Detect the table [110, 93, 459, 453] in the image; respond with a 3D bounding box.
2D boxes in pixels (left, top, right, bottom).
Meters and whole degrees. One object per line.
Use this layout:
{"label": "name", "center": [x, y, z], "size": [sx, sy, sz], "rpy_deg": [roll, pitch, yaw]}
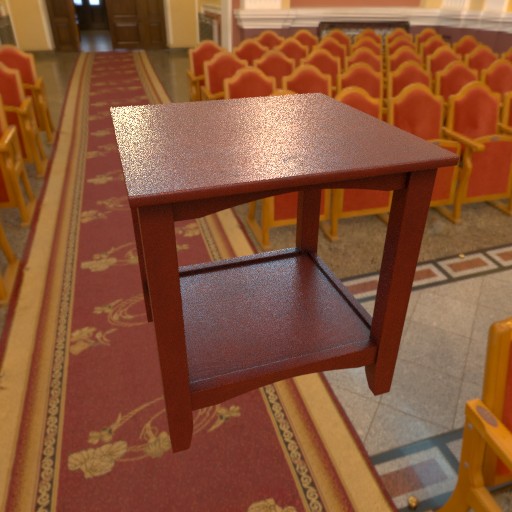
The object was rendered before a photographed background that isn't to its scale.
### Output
{"label": "table", "center": [0.000, 0.000, 0.968], "size": [0.523, 0.558, 0.522], "rpy_deg": [-8, 32, -14]}
